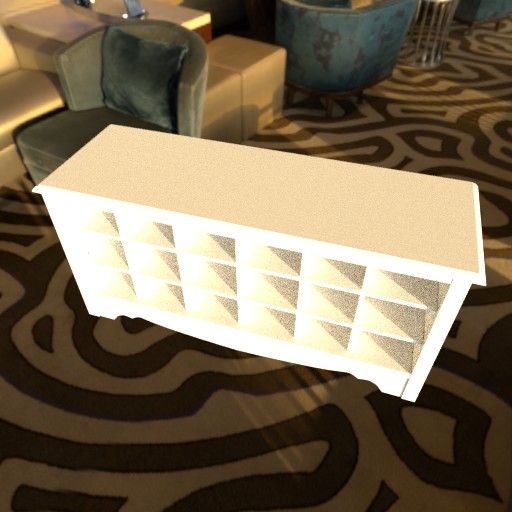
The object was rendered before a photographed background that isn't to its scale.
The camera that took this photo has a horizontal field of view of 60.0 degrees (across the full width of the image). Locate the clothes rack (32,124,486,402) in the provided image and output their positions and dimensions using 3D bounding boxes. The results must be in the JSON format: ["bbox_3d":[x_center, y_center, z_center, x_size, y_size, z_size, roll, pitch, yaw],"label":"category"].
[{"bbox_3d":[0.000,0.000,1.455,1.218,0.558,0.405,12,44,13],"label":"clothes rack"}]
